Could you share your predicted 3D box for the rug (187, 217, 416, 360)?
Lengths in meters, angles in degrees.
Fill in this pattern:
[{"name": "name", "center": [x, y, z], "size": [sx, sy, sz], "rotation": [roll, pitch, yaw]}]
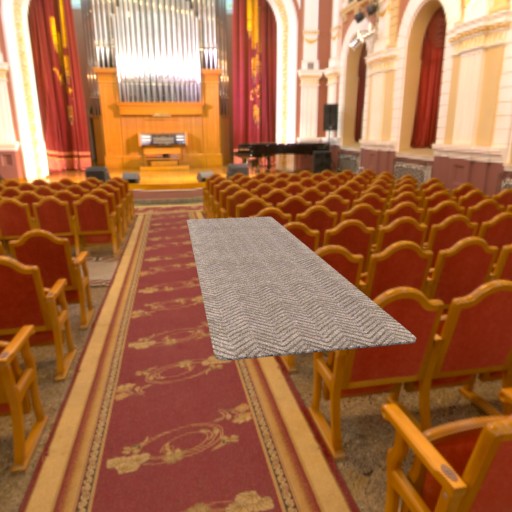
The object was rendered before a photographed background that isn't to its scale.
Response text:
[{"name": "rug", "center": [0.000, 0.000, 2.503], "size": [0.686, 0.008, 2.286], "rotation": [-3, 16, -10]}]
